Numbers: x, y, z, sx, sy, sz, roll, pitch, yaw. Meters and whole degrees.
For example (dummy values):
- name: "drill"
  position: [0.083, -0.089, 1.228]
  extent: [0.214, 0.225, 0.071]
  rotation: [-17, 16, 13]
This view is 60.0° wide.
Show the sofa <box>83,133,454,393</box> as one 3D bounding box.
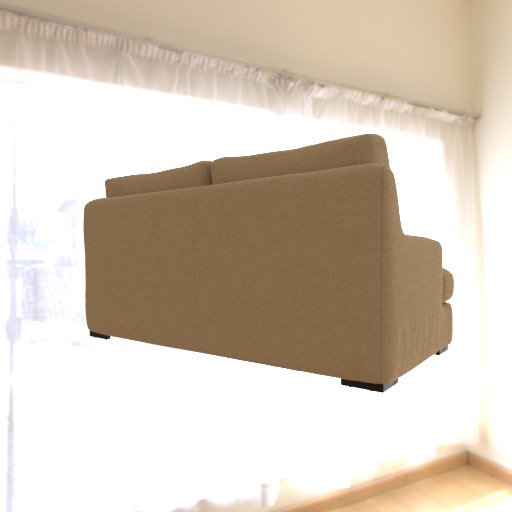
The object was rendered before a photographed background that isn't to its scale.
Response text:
- name: "sofa"
  position: [0.000, 0.000, 2.458]
  extent: [1.885, 0.967, 0.962]
  rotation: [0, 0, 37]
